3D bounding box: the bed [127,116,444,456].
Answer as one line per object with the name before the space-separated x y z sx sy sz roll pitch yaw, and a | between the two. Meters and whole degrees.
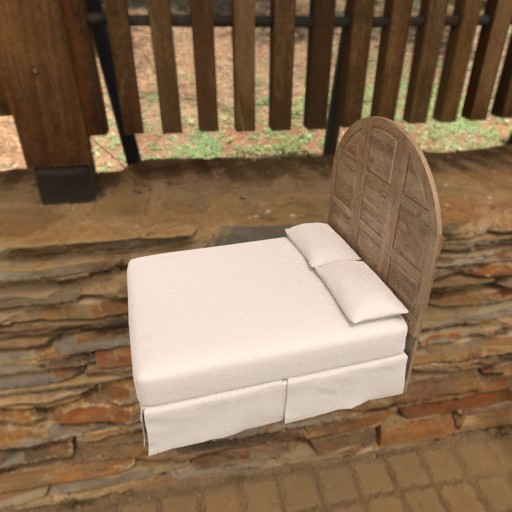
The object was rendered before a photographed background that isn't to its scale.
bed | 0.000 0.000 3.527 2.112 2.002 1.713 -8 31 -13
